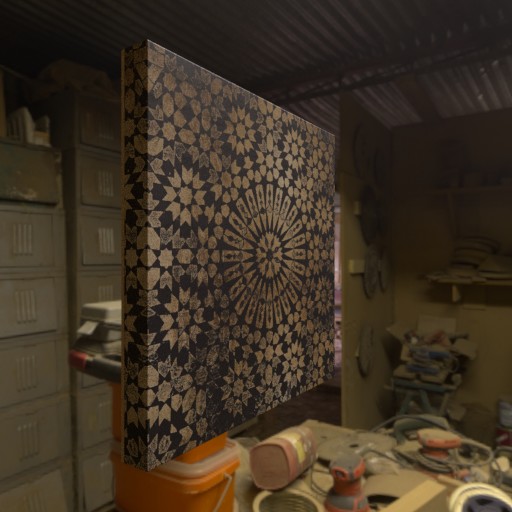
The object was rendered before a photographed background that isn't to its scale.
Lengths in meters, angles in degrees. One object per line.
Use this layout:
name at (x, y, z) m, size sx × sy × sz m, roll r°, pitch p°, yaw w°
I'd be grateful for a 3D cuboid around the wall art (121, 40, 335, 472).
wall art at (0.000, 0.000, 0.590) m, size 0.038 × 0.405 × 0.405 m, roll 0°, pitch 0°, yaw 35°
